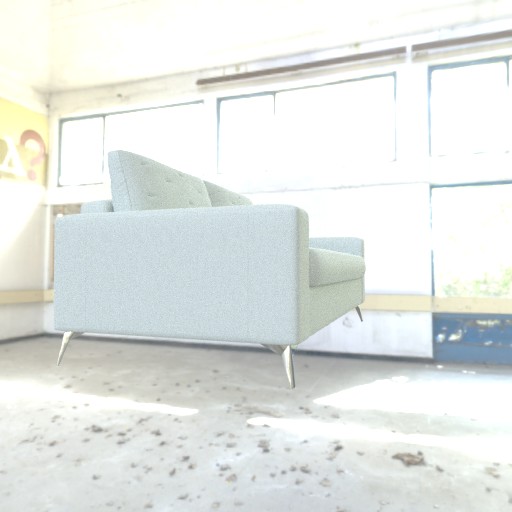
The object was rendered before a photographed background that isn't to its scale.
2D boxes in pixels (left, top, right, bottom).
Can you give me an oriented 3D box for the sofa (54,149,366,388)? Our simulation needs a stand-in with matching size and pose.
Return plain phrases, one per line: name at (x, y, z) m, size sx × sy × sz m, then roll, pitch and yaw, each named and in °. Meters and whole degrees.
sofa at (0.000, 0.000, 2.159) m, size 0.920 × 0.790 × 1.650 m, roll -1°, pitch -1°, yaw 20°
